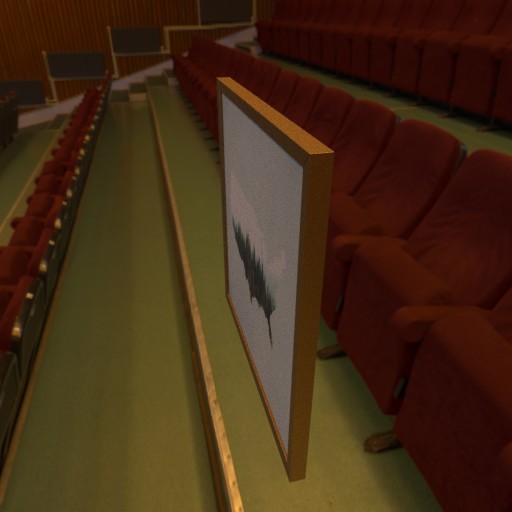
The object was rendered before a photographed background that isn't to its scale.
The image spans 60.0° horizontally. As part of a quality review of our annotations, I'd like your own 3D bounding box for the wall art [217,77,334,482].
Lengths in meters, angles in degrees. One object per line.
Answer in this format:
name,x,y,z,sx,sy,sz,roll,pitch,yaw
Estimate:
wall art,0.000,0.000,1.145,0.038,0.762,0.762,-7,31,-12
